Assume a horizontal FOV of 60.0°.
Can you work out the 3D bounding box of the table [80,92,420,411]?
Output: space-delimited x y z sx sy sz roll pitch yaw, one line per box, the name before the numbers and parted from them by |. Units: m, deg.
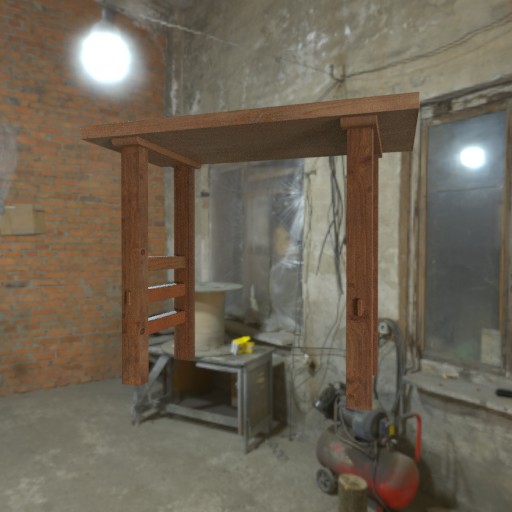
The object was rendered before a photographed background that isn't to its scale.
table | 0.000 0.000 1.656 1.119 0.914 0.556 0 1 18
